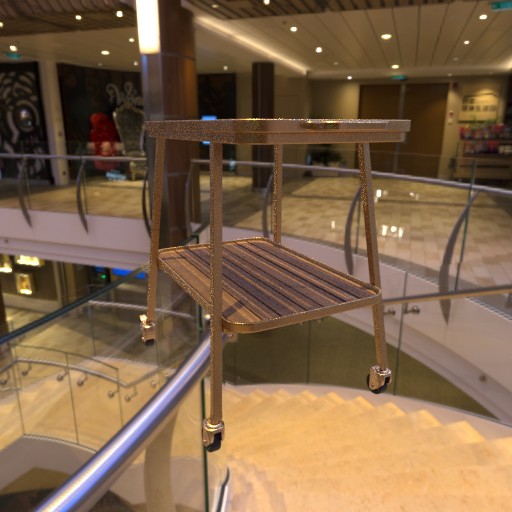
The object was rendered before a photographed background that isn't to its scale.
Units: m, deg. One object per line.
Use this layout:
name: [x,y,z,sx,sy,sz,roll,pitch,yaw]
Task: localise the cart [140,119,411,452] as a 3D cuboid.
cart: [0.000,0.000,1.203,0.524,0.700,0.806,-8,18,-26]
